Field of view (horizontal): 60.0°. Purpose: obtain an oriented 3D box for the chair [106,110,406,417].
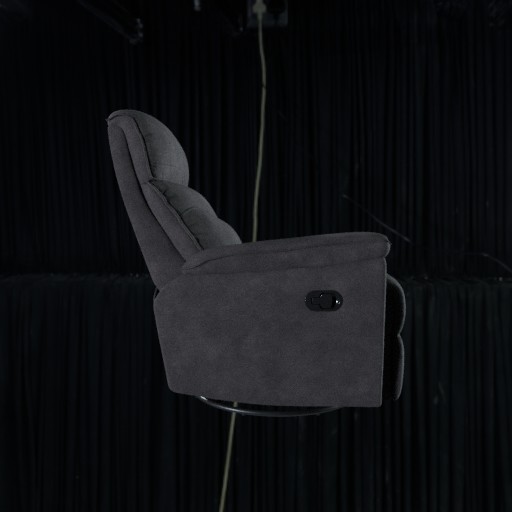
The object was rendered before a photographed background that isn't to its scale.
[{"bbox_3d":[0.000,0.000,1.744,1.009,1.035,0.830,0,1,-1],"label":"chair"}]
